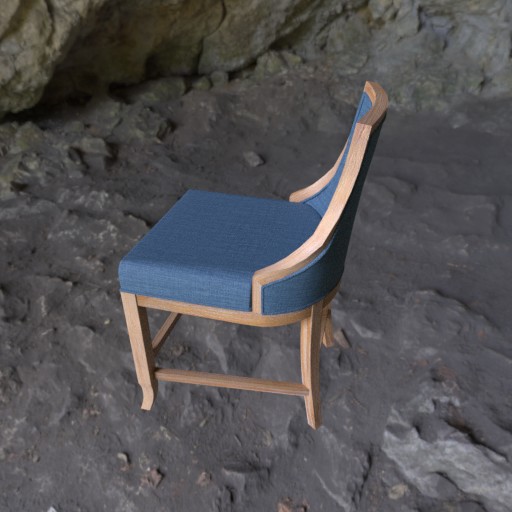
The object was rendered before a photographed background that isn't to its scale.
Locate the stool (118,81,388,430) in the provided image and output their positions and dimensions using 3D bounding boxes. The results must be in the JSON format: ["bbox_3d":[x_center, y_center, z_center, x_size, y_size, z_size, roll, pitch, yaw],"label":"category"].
[{"bbox_3d":[0.000,0.000,1.324,0.626,0.938,0.524,8,33,12],"label":"stool"}]
